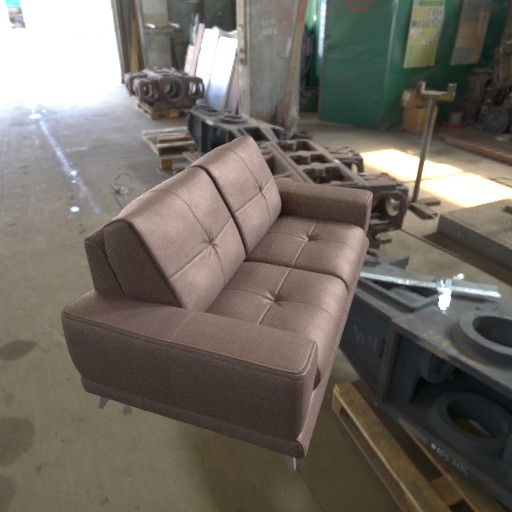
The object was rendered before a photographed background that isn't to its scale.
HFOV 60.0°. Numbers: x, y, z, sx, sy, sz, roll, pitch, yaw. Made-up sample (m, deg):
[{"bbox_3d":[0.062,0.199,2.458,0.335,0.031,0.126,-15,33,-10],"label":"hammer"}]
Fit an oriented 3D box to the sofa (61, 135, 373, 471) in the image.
[{"bbox_3d":[0.000,0.000,2.329,1.018,0.907,1.806,10,31,17],"label":"sofa"}]
